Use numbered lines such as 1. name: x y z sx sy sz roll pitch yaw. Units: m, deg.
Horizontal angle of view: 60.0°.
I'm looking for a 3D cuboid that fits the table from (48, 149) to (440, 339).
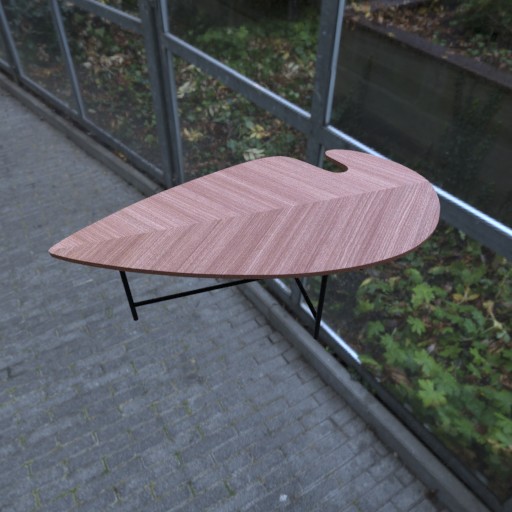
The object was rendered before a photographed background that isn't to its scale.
1. table: 0.000 0.000 1.474 1.199 0.360 0.598 -12 44 -12
